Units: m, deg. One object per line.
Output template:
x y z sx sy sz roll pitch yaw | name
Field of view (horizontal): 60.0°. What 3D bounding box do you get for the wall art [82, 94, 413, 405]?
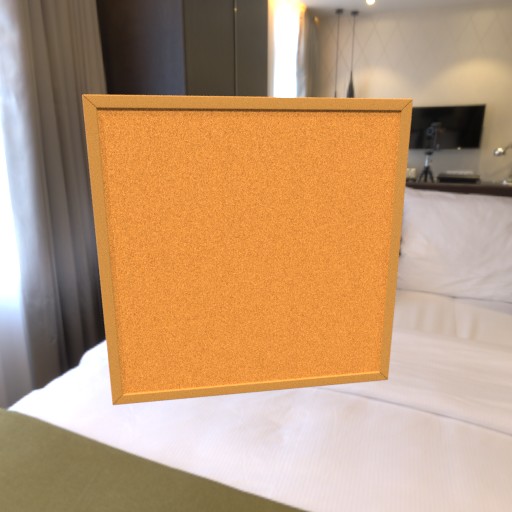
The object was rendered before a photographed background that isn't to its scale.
0.000 0.000 1.127 0.761 0.761 0.037 -3 16 -9 | wall art
